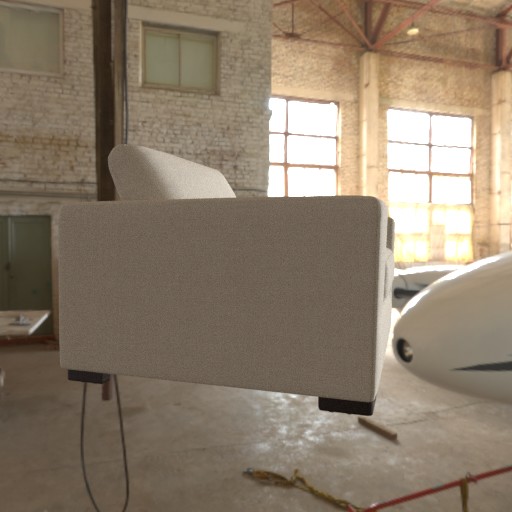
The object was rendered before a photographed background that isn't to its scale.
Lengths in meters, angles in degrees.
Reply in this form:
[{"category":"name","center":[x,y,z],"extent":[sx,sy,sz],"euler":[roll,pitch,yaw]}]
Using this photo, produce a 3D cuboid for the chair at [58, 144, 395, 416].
[{"category":"chair","center":[0.000,0.000,1.863],"extent":[1.100,0.876,1.070],"euler":[0,1,19]}]
